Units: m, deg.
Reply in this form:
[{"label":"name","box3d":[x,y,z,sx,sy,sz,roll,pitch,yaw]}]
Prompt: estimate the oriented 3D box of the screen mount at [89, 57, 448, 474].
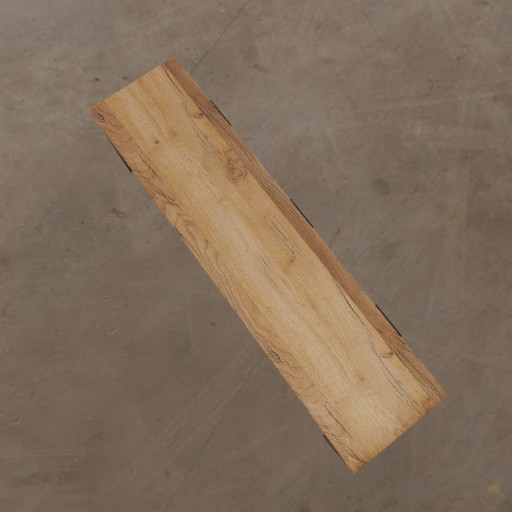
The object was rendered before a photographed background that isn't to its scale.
[{"label":"screen mount","box3d":[0.000,0.000,1.722,0.395,0.450,1.524,-36,79,-8]}]
